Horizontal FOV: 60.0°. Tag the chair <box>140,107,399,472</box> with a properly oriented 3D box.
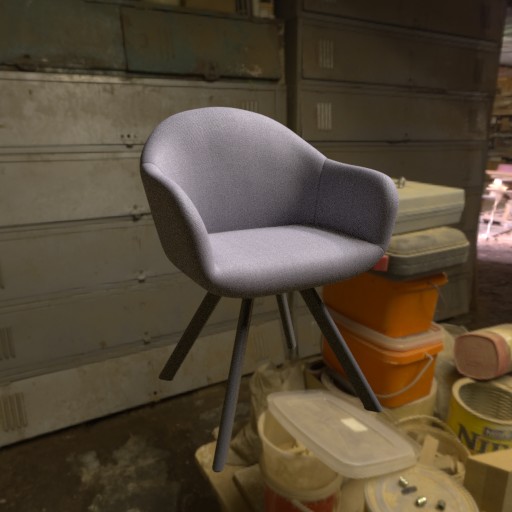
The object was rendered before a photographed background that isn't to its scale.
[{"bbox_3d":[0.000,0.000,1.212,0.590,0.795,0.550,-8,17,-27],"label":"chair"}]
